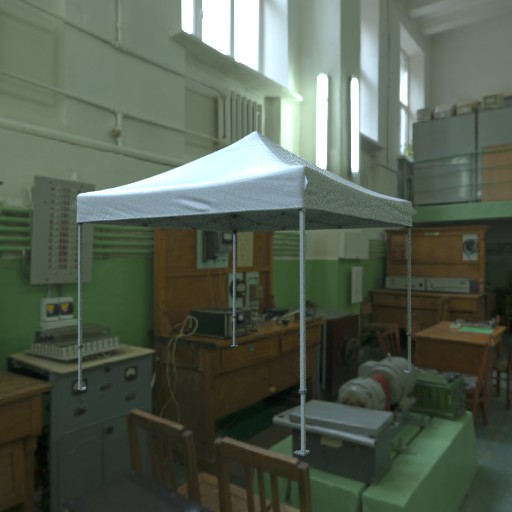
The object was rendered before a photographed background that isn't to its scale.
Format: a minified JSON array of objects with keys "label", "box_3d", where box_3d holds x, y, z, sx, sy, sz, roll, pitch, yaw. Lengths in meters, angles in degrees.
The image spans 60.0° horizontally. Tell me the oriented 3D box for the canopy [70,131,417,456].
[{"label":"canopy","box_3d":[0.000,0.000,5.345,2.996,2.998,2.994,0,1,35]}]
